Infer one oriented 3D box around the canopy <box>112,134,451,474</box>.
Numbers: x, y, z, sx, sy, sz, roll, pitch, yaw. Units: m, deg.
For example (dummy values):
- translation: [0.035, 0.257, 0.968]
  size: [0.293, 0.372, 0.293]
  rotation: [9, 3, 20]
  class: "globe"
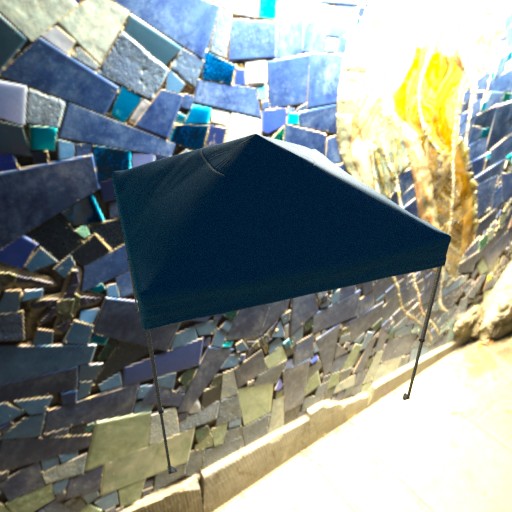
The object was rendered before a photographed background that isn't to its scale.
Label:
- translation: [0.000, 0.000, 5.440]
  size: [2.998, 2.997, 2.996]
  rotation: [-10, 32, -17]
  class: "canopy"
